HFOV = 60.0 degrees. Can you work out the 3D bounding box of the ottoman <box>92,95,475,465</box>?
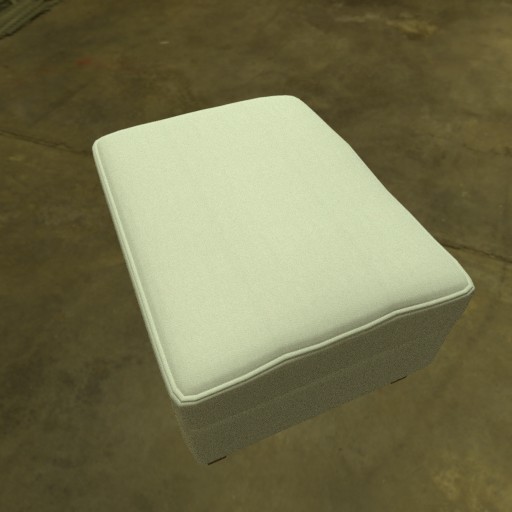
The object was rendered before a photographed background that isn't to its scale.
[{"bbox_3d":[0.000,0.000,1.165,0.634,0.496,0.818,-18,51,-15],"label":"ottoman"}]
